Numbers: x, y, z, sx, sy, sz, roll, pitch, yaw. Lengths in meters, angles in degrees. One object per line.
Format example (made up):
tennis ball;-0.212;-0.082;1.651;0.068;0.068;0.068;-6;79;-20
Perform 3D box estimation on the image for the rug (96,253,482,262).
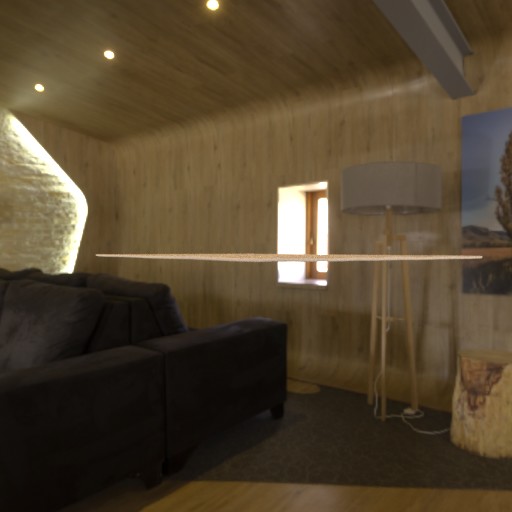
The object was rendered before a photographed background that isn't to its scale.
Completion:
rug;0.000;0.000;3.176;1.575;0.023;2.459;0;1;-35
